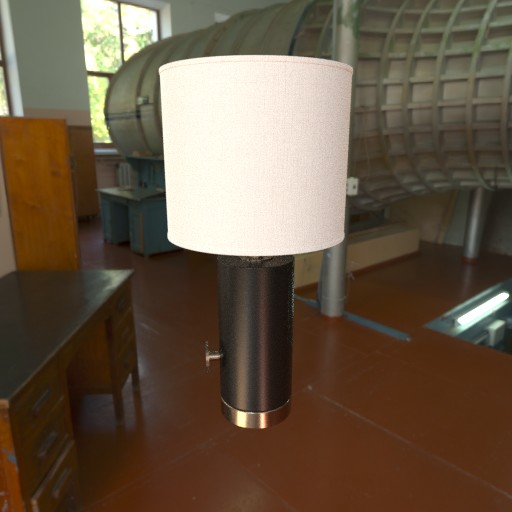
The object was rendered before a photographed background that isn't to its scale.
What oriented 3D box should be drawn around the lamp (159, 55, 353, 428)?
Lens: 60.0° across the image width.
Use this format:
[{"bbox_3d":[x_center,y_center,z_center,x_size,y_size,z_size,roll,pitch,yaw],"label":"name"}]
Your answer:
[{"bbox_3d":[0.000,0.000,0.623,0.240,0.482,0.241,-2,15,-8],"label":"lamp"}]
